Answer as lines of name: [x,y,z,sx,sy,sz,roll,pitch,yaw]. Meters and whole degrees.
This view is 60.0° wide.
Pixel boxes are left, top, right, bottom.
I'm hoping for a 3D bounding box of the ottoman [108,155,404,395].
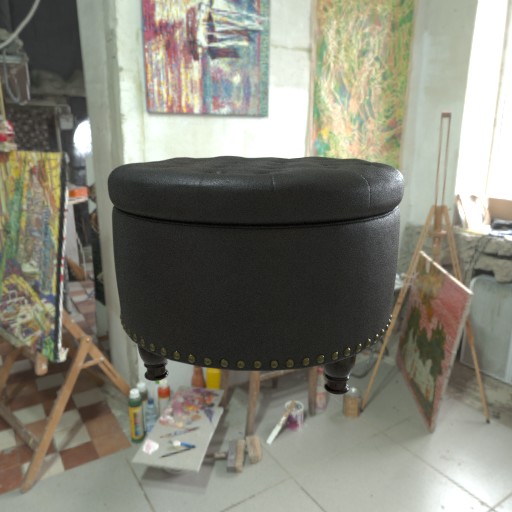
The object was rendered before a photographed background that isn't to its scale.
ottoman: [0.000,0.000,1.046,0.637,0.442,0.637,0,15,0]
